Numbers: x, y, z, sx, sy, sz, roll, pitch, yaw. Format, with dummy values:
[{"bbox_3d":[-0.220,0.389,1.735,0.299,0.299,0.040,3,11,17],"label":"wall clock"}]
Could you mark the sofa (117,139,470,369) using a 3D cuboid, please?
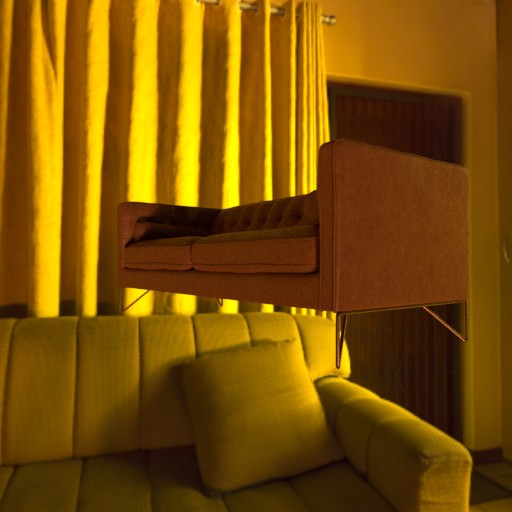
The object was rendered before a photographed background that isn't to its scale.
[{"bbox_3d":[0.000,0.000,2.565,0.912,0.798,2.079,1,-1,-37],"label":"sofa"}]
